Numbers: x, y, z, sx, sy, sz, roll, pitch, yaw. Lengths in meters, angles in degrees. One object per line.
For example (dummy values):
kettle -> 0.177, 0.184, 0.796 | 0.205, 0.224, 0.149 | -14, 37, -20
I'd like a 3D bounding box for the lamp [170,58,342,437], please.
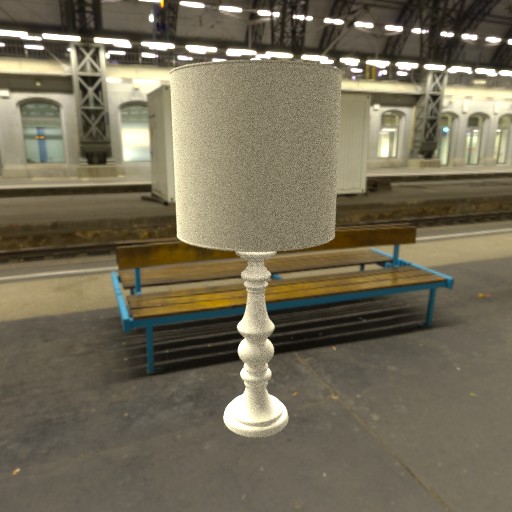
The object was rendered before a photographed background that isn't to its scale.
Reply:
lamp -> 0.000, 0.000, 0.722 | 0.250, 0.597, 0.250 | -13, 20, -42
